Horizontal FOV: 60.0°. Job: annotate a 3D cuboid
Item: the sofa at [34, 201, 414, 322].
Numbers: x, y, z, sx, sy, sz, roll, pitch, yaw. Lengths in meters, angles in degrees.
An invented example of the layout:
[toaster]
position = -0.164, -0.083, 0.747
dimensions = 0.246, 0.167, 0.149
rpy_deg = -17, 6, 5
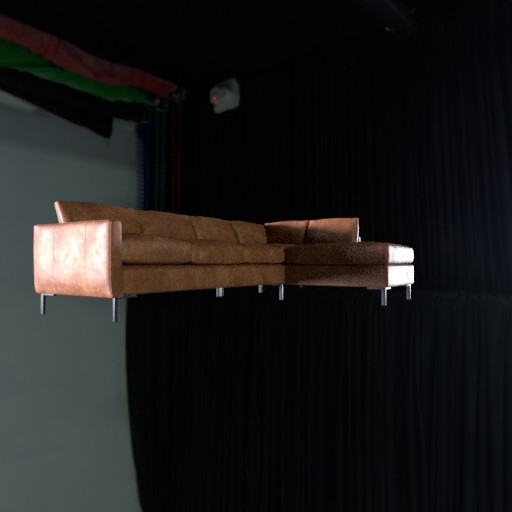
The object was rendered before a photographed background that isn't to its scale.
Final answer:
[sofa]
position = 0.000, 0.000, 3.914
dimensions = 1.938, 0.877, 2.984
rpy_deg = -1, -1, 35
